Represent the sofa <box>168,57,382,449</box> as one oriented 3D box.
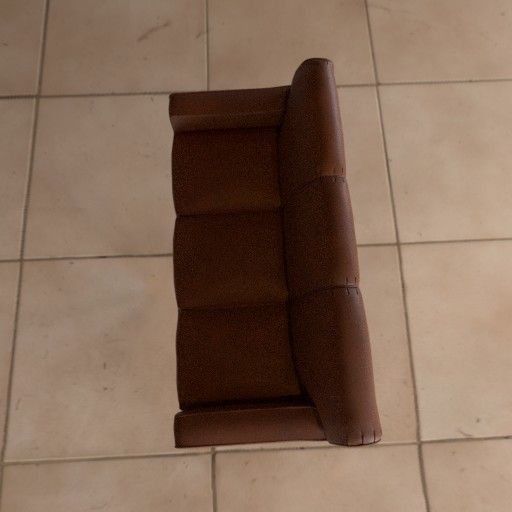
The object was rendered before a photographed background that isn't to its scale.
[{"bbox_3d":[0.000,0.000,2.590,1.008,0.953,2.039,-4,75,-1],"label":"sofa"}]
